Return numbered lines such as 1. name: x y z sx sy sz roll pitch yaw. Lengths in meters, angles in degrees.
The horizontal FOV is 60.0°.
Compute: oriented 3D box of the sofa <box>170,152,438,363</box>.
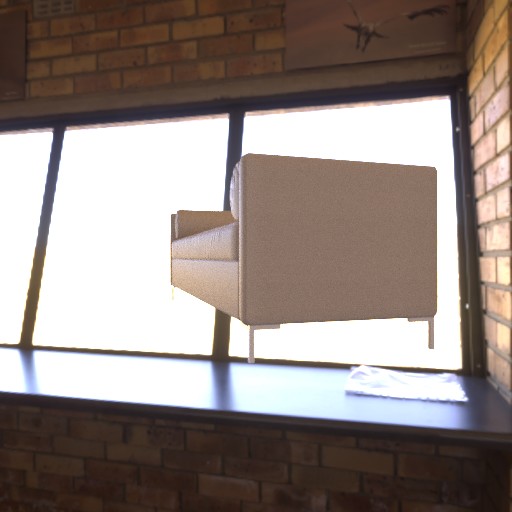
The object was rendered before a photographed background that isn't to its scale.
1. sofa: 0.000 0.000 2.337 0.686 0.635 1.981 0 0 -17
